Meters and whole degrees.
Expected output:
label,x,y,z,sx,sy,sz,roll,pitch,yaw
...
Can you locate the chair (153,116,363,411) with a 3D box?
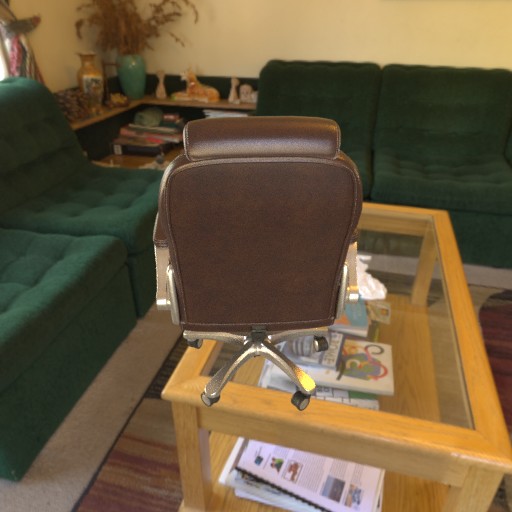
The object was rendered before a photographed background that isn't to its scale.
label,x,y,z,sx,sy,sz,roll,pitch,yaw
chair,0.000,0.000,1.668,0.733,1.160,0.774,-1,30,-2
